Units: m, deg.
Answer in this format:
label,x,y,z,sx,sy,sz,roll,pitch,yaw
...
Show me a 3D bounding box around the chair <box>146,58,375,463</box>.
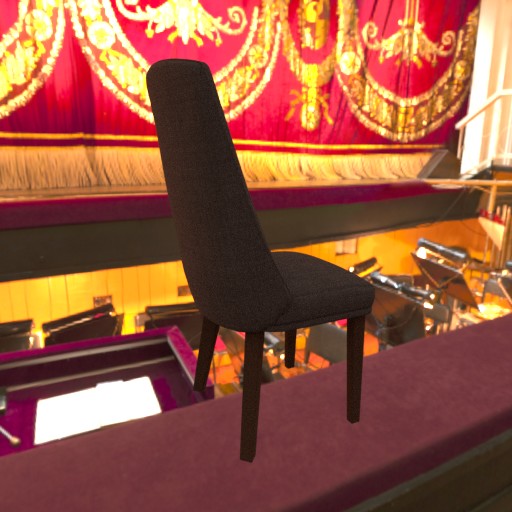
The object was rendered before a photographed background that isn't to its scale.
label,x,y,z,sx,sy,sz,roll,pitch,yaw
chair,0.000,0.000,1.347,0.577,1.050,0.510,-7,16,-26
